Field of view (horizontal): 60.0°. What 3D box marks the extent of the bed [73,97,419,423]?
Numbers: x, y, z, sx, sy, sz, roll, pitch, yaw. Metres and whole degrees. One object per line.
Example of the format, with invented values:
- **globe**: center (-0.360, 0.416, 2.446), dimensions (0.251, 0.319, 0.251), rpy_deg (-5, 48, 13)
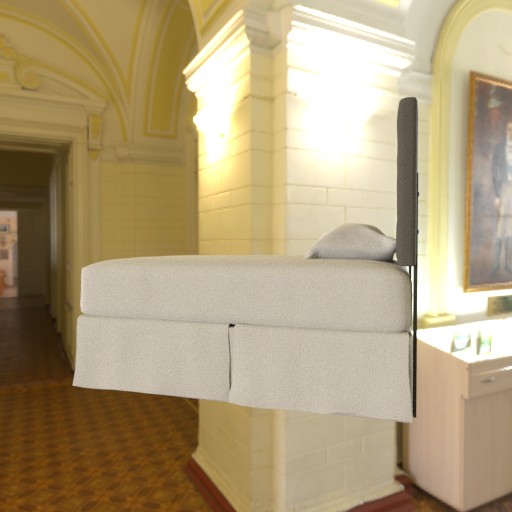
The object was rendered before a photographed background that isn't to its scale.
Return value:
- **bed**: center (0.000, 0.000, 2.958), dimensions (1.997, 1.571, 1.261), rpy_deg (0, 1, 18)
